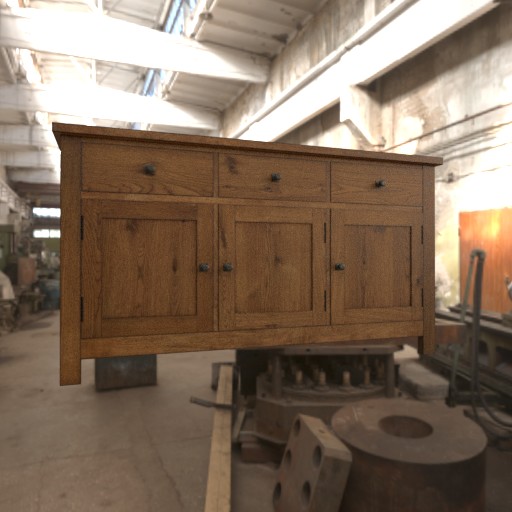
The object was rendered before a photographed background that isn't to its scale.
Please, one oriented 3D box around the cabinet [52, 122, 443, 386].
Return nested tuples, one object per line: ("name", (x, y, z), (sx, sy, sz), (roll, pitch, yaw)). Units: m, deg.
("cabinet", (0.000, 0.000, 1.807), (1.474, 0.813, 0.480), (0, 0, -19))
